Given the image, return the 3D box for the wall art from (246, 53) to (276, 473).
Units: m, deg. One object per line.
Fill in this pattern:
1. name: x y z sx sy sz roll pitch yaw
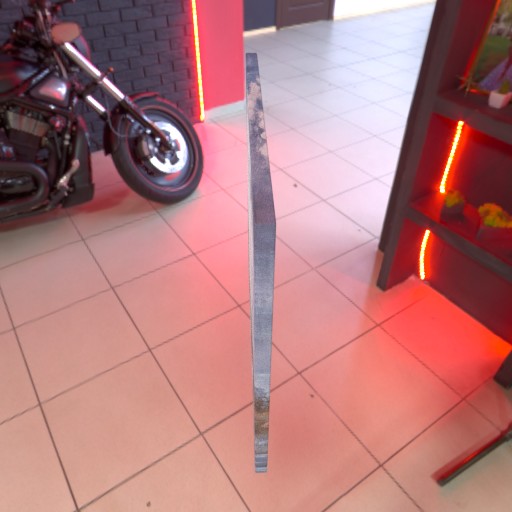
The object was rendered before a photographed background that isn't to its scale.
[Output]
1. wall art: 0.000 0.000 1.510 0.040 1.020 1.010 -1 41 -1
